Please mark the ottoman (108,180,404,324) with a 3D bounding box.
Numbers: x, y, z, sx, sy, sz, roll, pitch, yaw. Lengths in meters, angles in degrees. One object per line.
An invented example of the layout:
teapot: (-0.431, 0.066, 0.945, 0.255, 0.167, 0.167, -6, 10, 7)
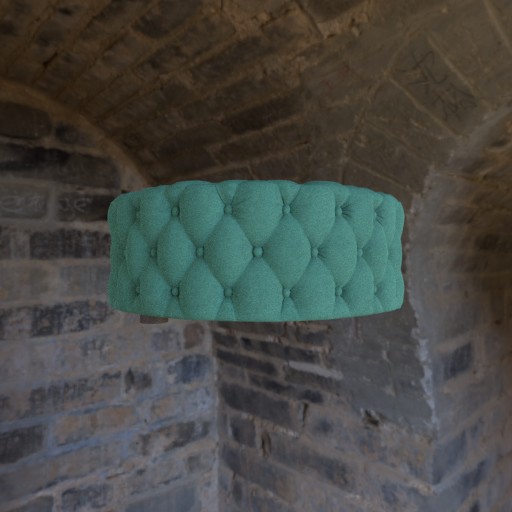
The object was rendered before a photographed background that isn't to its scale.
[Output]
ottoman: (0.000, 0.000, 1.566, 0.998, 0.399, 0.998, 0, -1, 0)
